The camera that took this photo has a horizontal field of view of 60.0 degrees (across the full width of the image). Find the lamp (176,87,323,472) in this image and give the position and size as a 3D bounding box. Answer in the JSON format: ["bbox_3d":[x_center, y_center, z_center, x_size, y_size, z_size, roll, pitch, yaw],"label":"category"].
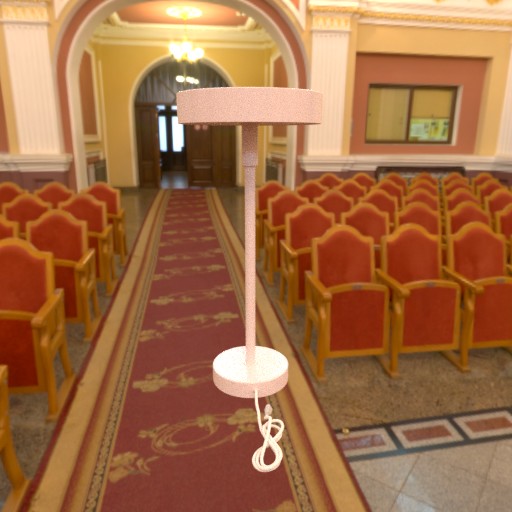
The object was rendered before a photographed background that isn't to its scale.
[{"bbox_3d":[0.000,0.000,0.697,0.229,0.508,0.369,-2,15,-8],"label":"lamp"}]
